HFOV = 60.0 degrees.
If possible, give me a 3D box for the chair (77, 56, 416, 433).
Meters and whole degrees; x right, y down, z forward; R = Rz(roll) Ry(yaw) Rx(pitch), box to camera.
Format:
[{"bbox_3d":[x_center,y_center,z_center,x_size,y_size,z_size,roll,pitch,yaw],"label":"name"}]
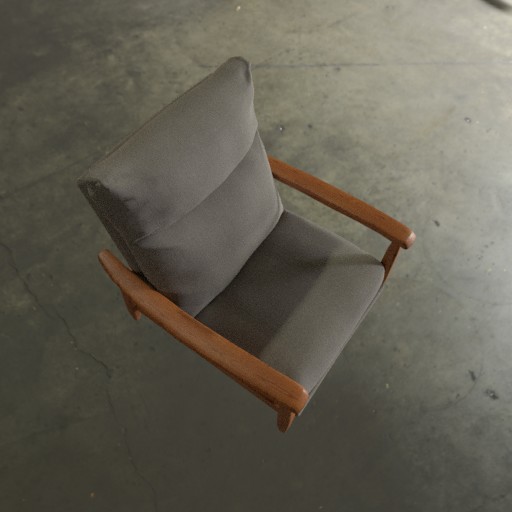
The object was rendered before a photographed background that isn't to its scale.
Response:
[{"bbox_3d":[0.000,0.000,1.509,0.816,0.922,0.782,32,63,18],"label":"chair"}]
